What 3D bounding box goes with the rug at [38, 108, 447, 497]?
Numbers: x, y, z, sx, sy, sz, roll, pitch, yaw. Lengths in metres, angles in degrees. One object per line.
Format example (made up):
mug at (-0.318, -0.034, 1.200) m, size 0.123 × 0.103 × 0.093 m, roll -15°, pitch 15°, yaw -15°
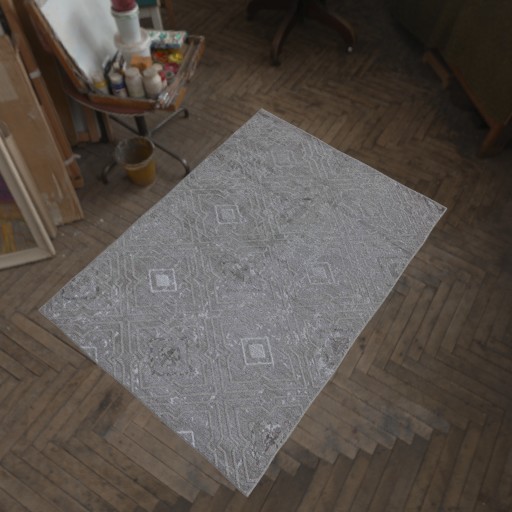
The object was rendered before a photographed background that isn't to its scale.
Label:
rug at (0.000, 0.000, 4.323) m, size 2.448 × 0.020 × 3.359 m, roll 34°, pitch 65°, yaw 18°
